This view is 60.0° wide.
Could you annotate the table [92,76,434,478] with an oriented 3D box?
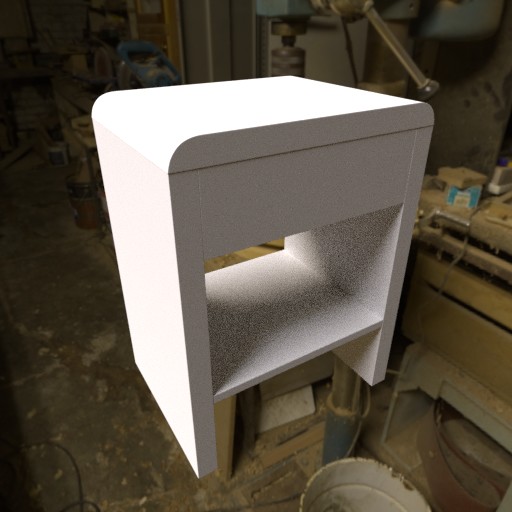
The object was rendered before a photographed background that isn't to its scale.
[{"bbox_3d":[0.000,0.000,0.858,0.450,0.590,0.350,-17,34,-27],"label":"table"}]
